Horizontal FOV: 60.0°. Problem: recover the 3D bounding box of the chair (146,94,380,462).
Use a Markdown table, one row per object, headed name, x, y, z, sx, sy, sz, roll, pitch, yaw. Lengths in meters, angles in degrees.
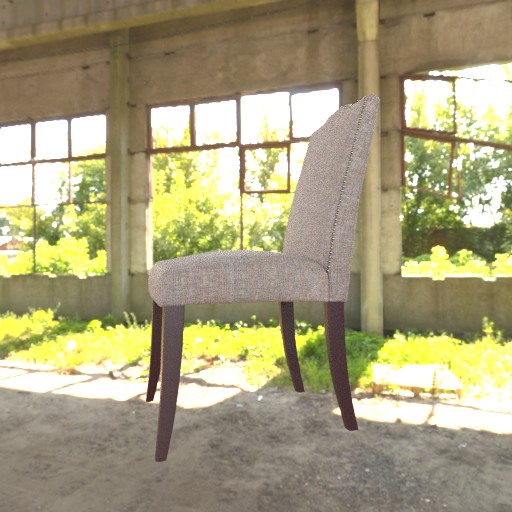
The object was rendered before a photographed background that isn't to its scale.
| name | x | y | z | sx | sy | sz | roll | pitch | yaw |
| --- | --- | --- | --- | --- | --- | --- | --- | --- | --- |
| chair | 0.000 | 0.000 | 1.422 | 0.660 | 1.016 | 0.513 | 0 | -1 | -17 |
